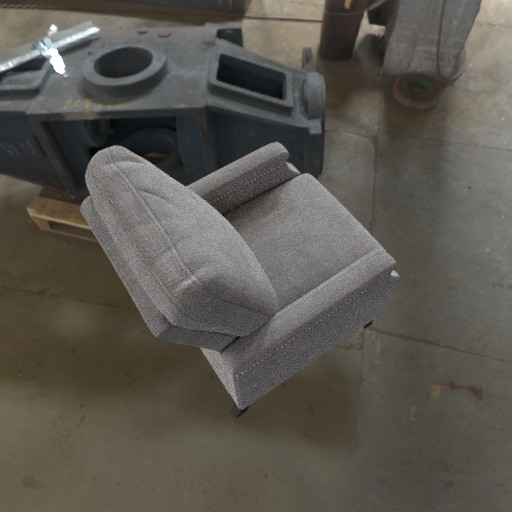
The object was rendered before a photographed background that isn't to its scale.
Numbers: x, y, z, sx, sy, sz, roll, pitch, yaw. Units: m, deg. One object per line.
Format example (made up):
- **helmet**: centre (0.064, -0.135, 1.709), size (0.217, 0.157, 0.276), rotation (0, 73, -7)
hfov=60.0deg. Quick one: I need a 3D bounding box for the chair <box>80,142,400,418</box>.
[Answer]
- **chair**: centre (0.000, 0.000, 1.633), size (0.922, 1.049, 0.710), rotation (-30, 63, -17)
